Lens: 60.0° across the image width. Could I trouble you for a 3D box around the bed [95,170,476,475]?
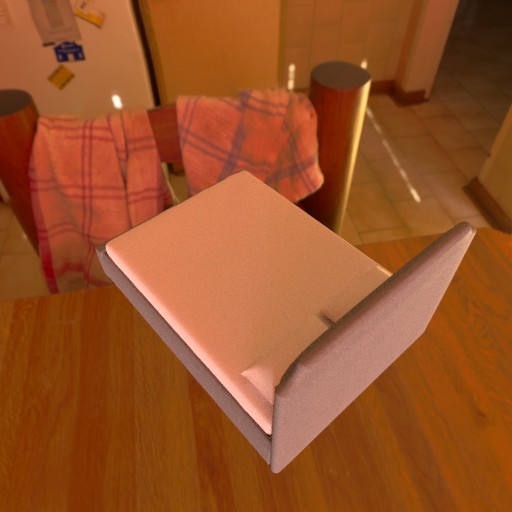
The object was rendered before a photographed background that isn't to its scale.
[{"bbox_3d":[0.000,0.000,3.444,1.712,1.443,2.372,-33,56,-26],"label":"bed"}]
